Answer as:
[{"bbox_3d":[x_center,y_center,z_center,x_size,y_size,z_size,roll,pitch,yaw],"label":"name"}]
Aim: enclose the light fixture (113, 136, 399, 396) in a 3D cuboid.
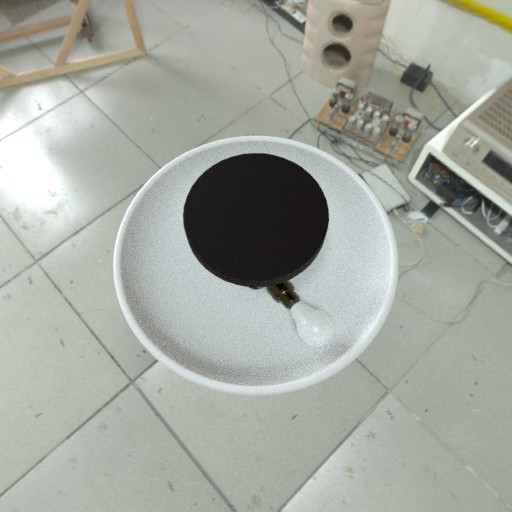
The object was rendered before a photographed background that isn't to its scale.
[{"bbox_3d":[0.000,0.000,0.537,0.331,0.212,0.331,0,65,0],"label":"light fixture"}]
